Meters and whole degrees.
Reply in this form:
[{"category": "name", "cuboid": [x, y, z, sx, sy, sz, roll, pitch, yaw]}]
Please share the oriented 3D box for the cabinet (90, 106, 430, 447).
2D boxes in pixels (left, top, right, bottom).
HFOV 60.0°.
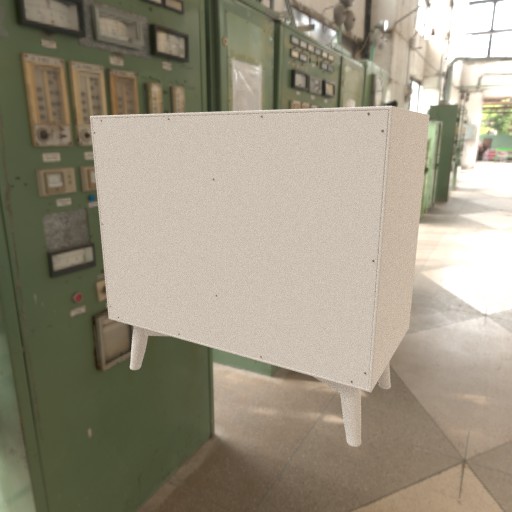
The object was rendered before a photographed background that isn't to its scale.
[{"category": "cabinet", "cuboid": [0.000, 0.000, 1.258, 0.800, 0.761, 0.398, 9, 17, 29]}]
